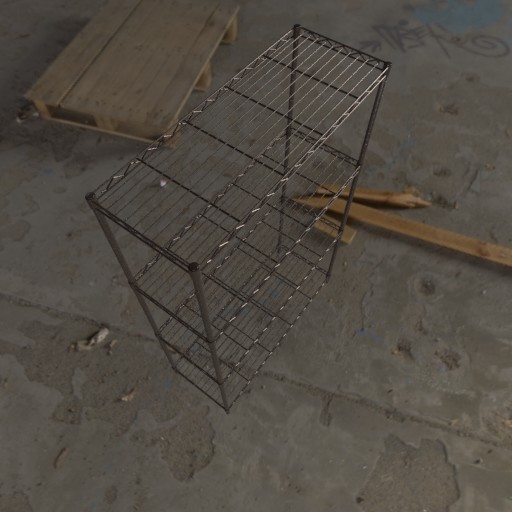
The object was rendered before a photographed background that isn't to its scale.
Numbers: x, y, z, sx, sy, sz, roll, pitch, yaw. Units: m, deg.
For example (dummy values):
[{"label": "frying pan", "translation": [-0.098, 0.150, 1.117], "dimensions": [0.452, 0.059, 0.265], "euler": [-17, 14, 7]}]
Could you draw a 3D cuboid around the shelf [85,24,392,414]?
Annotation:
[{"label": "shelf", "translation": [0.000, 0.000, 1.766], "dimensions": [0.352, 1.361, 0.907], "euler": [32, 63, 19]}]
